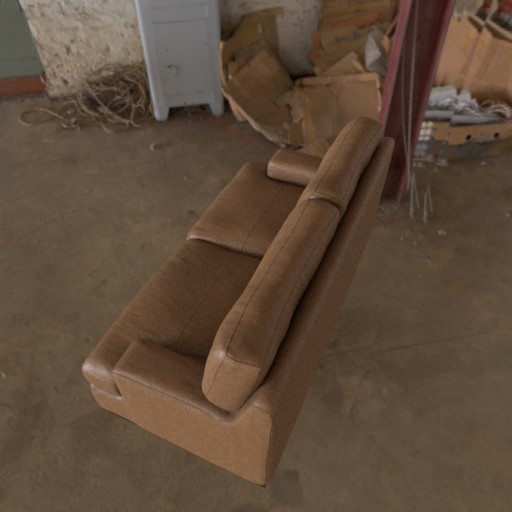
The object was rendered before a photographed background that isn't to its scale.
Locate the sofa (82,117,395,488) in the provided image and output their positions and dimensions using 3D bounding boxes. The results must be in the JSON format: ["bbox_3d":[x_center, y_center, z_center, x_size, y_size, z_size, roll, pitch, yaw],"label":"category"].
[{"bbox_3d":[0.000,0.000,2.362,0.962,0.980,1.855,18,49,17],"label":"sofa"}]
